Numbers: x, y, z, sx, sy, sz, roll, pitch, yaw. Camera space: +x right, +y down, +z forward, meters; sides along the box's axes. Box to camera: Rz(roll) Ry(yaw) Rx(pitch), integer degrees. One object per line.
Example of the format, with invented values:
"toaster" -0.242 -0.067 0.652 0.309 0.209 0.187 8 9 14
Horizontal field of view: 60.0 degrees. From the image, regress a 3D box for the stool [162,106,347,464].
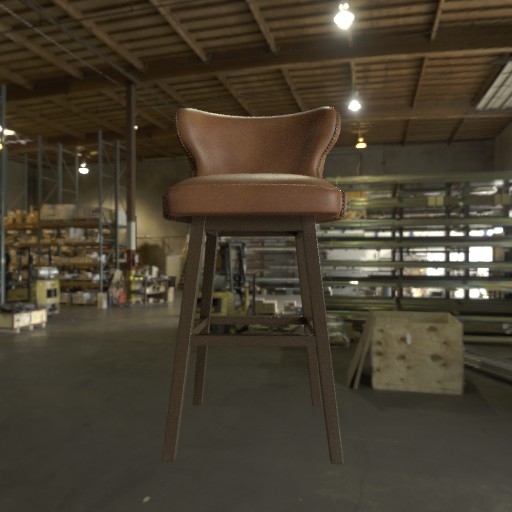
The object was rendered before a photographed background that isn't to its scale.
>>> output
"stool" 0.000 0.000 1.436 0.591 1.087 0.606 0 0 2
